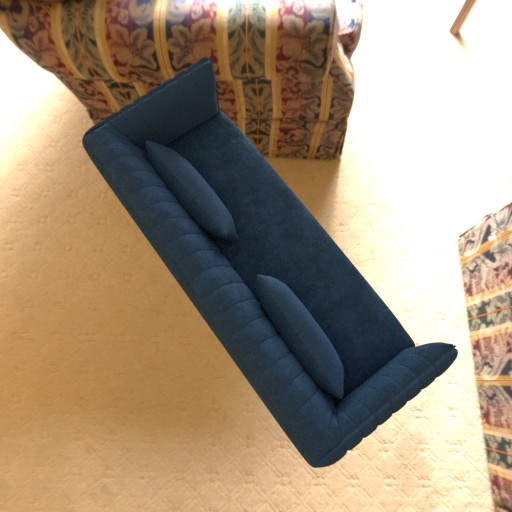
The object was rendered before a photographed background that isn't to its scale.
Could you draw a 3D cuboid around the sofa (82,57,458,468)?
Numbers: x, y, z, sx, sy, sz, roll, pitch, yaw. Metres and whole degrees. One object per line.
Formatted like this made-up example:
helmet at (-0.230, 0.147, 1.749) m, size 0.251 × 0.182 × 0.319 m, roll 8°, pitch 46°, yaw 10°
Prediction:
sofa at (0.000, 0.000, 2.559) m, size 0.896 × 0.793 × 2.136 m, roll -36°, pitch 77°, yaw -9°
